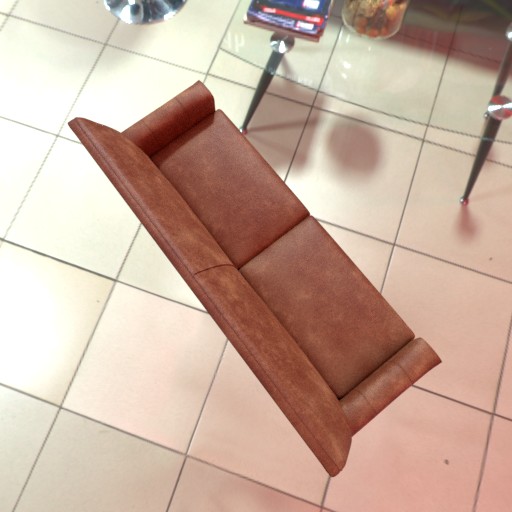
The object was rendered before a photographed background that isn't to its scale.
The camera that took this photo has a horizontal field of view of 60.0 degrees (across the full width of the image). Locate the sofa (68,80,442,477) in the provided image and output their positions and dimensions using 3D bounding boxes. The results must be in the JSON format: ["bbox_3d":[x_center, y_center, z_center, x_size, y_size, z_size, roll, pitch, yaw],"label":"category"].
[{"bbox_3d":[0.000,0.000,2.482,0.805,0.947,2.053,-37,78,-9],"label":"sofa"}]
